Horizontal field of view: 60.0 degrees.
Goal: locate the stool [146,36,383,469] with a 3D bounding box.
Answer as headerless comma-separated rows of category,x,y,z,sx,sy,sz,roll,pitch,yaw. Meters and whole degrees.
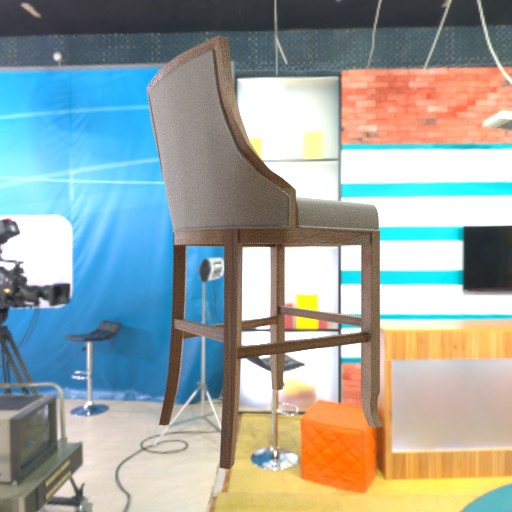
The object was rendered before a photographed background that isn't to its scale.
stool,0.000,0.000,1.442,0.626,1.101,0.524,0,0,-37
